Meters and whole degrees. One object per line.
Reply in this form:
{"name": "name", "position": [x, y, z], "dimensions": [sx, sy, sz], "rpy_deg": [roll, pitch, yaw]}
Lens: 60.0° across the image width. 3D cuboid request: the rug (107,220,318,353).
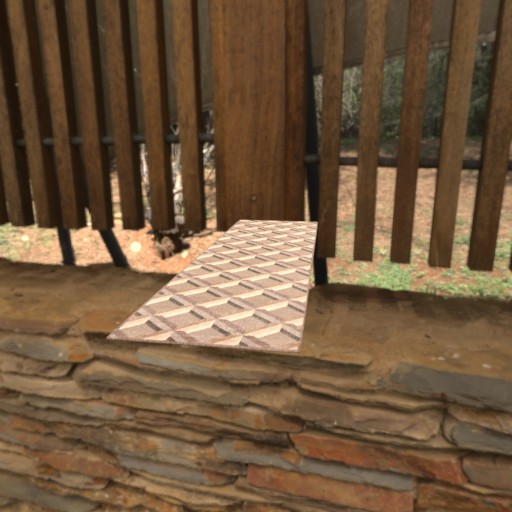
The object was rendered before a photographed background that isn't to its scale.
{"name": "rug", "position": [0.000, 0.000, 2.672], "dimensions": [0.685, 0.013, 2.437], "rpy_deg": [2, 15, 9]}
